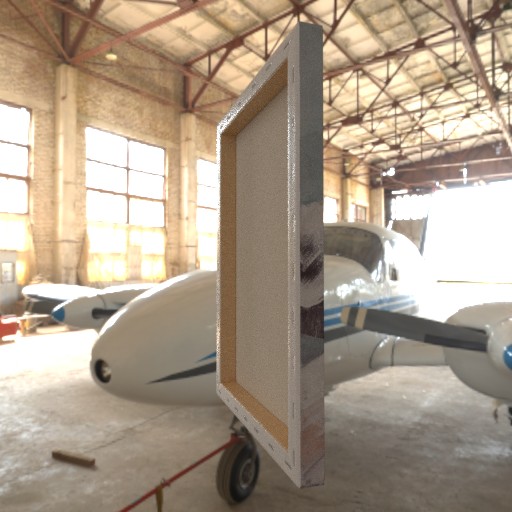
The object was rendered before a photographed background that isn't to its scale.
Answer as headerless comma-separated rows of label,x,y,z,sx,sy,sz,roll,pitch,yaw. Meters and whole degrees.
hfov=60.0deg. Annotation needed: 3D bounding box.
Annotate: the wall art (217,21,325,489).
wall art,0.000,0.000,0.797,0.037,0.613,0.455,0,-1,-19
